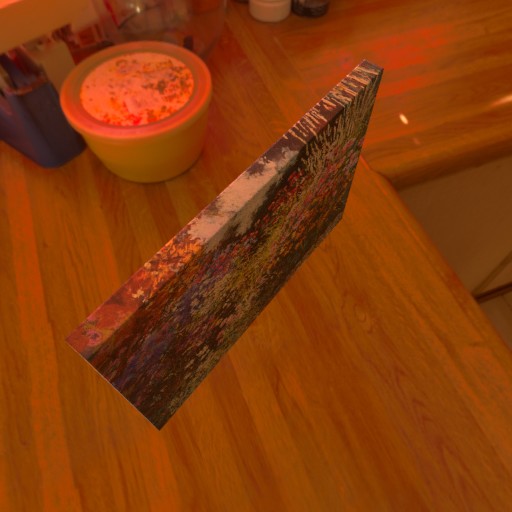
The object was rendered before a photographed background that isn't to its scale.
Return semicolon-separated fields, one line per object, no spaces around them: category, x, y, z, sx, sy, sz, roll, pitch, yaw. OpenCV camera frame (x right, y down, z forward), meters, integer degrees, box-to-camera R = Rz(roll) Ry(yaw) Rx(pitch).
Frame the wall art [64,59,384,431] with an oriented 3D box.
wall art;0.000;0.000;0.763;0.037;0.406;0.610;34;65;19
